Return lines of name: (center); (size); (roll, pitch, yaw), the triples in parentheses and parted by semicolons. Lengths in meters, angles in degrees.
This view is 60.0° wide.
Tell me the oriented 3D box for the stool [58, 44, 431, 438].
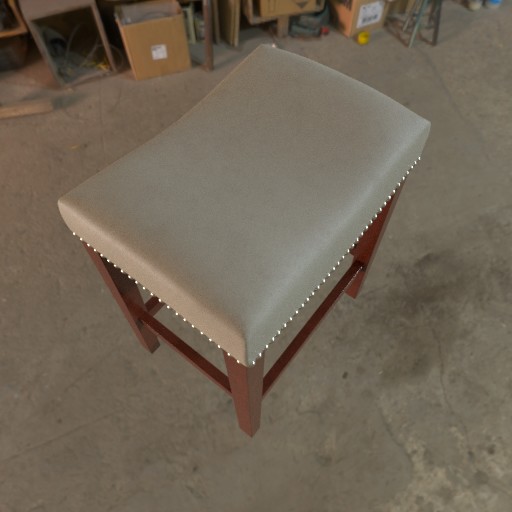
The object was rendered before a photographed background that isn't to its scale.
stool: (0.000, 0.000, 0.938); (0.375, 0.632, 0.509); (34, 64, 19)
